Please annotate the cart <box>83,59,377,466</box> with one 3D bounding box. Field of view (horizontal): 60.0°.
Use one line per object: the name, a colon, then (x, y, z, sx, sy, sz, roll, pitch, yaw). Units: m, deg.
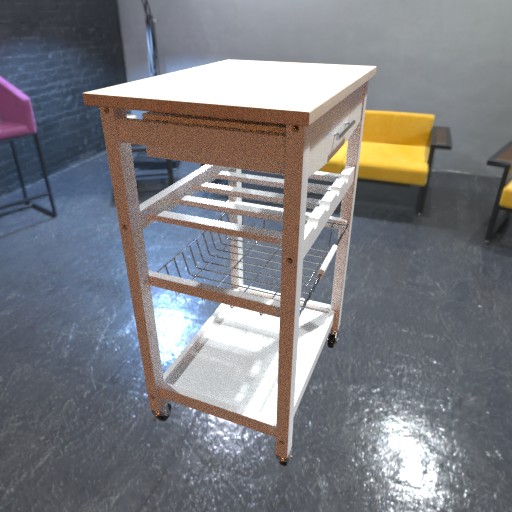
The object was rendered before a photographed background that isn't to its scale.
cart: (0.000, 0.000, 1.136, 0.406, 0.857, 0.578, 12, 32, 19)
